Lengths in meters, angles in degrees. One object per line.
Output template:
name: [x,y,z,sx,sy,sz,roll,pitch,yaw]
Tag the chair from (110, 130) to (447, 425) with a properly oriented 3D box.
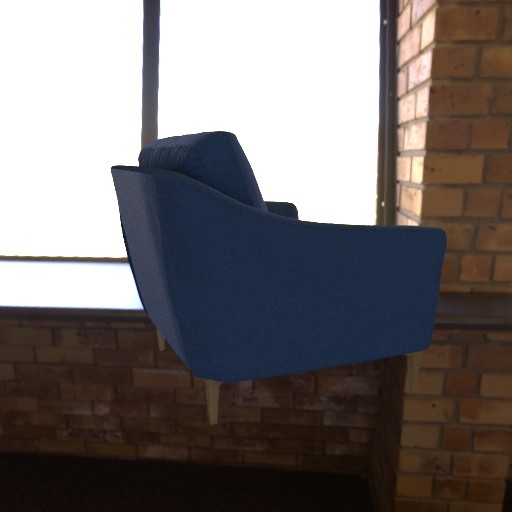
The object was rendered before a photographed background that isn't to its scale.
chair: [0.000,0.000,1.708,0.961,0.899,0.987,-6,14,-26]
